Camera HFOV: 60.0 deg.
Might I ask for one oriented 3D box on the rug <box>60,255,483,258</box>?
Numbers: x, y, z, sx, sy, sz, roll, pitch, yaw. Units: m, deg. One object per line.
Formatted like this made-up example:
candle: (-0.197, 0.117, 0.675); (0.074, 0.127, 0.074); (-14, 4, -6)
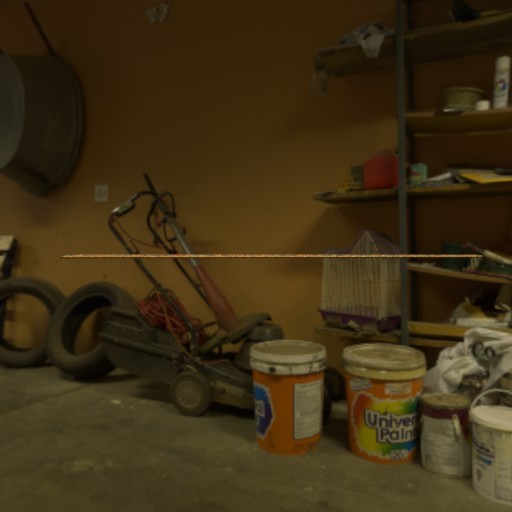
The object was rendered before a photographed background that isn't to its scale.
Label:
rug: (0.000, 0.000, 3.843); (2.916, 0.019, 2.043); (0, 0, -18)
